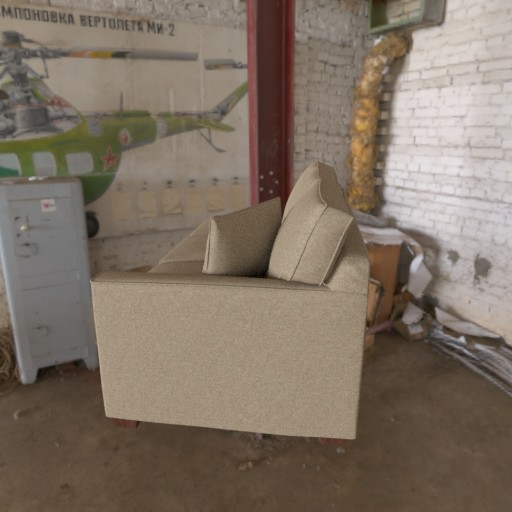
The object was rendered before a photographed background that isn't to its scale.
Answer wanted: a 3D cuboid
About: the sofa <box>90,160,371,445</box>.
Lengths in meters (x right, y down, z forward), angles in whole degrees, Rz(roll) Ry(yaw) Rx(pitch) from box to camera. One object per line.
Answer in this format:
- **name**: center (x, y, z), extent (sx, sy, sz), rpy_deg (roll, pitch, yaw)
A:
- **sofa**: center (0.000, 0.000, 2.524), extent (1.034, 0.946, 1.963), rpy_deg (2, 16, 7)
